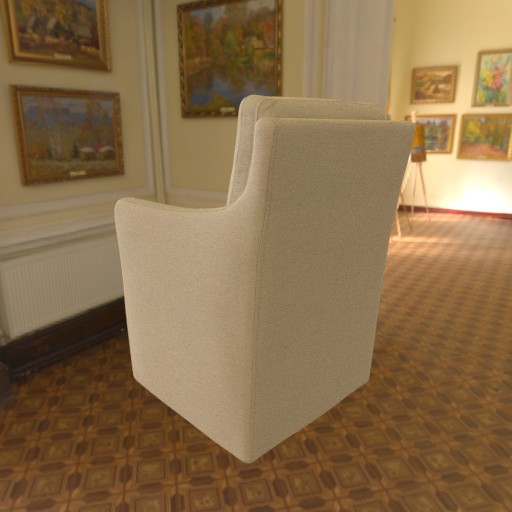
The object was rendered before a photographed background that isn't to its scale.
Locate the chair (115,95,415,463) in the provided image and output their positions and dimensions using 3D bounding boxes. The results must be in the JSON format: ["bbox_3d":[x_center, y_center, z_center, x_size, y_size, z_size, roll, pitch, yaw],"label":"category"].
[{"bbox_3d":[0.000,0.000,1.388,0.626,0.914,0.694,-15,22,-42],"label":"chair"}]
